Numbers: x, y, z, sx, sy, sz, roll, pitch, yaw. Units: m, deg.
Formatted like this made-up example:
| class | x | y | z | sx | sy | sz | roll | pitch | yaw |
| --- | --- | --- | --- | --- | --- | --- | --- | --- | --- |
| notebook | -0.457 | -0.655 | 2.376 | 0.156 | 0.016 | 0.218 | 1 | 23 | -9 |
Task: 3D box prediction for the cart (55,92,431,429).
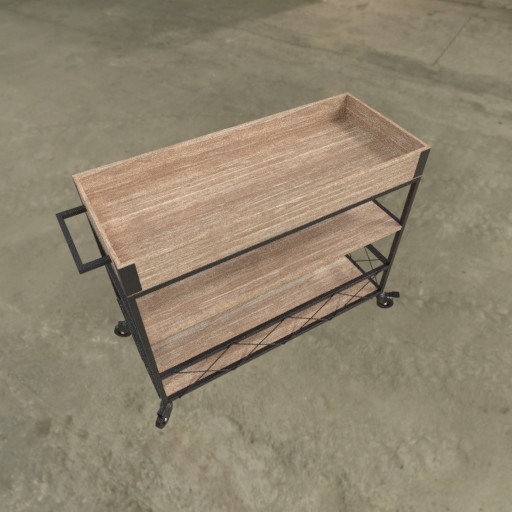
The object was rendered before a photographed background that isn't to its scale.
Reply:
| class | x | y | z | sx | sy | sz | roll | pitch | yaw |
| --- | --- | --- | --- | --- | --- | --- | --- | --- | --- |
| cart | 0.000 | 0.000 | 1.554 | 1.101 | 0.787 | 0.500 | -23 | 51 | -20 |
